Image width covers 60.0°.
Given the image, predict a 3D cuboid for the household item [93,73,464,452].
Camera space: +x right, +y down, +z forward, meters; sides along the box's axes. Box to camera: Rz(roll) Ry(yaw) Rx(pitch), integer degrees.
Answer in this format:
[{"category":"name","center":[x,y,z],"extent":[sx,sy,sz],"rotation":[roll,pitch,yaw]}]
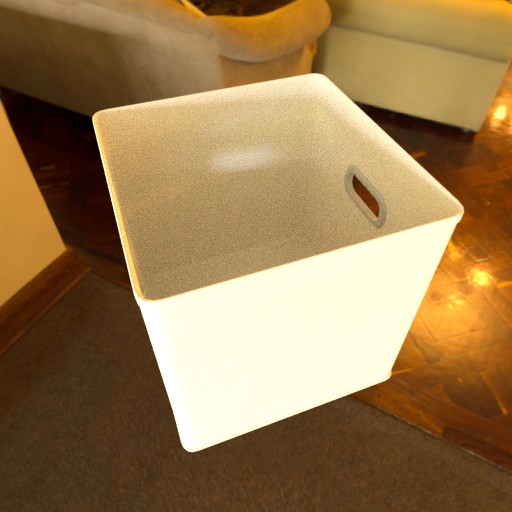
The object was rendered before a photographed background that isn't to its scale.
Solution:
[{"category":"household item","center":[0.000,0.000,0.569],"extent":[0.305,0.305,0.305],"rotation":[-15,49,-14]}]
